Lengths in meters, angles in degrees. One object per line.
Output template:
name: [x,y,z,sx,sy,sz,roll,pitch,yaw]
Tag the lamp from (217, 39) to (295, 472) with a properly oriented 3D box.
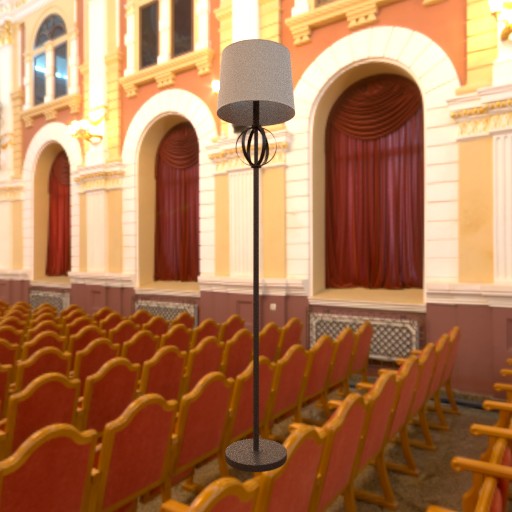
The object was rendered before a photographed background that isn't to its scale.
lamp: [0.000,0.000,1.614,0.286,1.462,0.286,0,-1,35]
